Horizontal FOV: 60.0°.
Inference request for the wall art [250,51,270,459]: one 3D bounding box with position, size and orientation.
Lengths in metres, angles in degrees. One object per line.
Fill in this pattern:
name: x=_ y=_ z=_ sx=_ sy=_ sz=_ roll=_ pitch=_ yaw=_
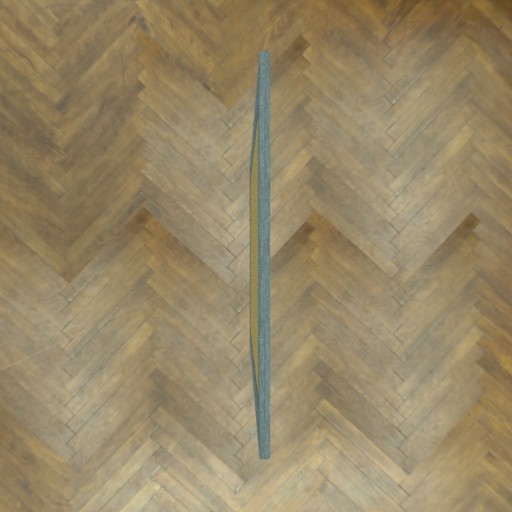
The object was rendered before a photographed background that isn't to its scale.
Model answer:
wall art: x=0.000 y=0.000 z=1.370 sx=0.020 sy=1.070 sz=0.768 roll=0 pitch=90 yaw=-2
